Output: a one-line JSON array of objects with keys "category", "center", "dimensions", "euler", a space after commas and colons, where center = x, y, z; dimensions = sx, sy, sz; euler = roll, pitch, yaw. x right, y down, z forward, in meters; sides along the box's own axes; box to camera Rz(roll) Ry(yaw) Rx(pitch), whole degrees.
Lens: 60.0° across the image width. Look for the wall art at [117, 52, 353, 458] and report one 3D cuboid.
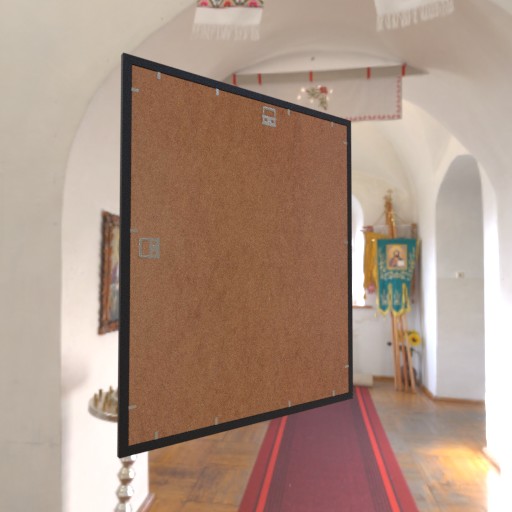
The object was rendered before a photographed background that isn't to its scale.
[{"category": "wall art", "center": [0.000, 0.000, 0.893], "dimensions": [0.559, 0.660, 0.018], "euler": [1, -2, -37]}]
